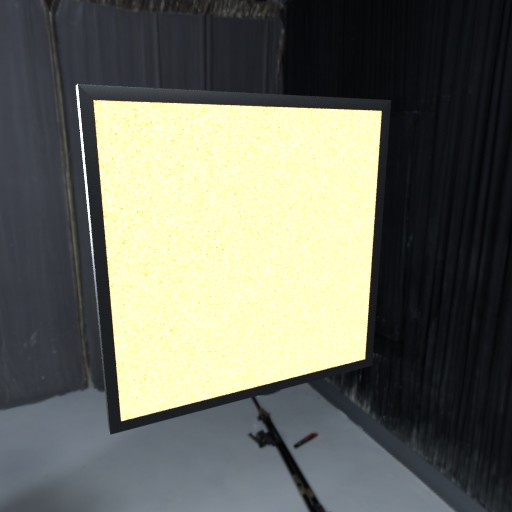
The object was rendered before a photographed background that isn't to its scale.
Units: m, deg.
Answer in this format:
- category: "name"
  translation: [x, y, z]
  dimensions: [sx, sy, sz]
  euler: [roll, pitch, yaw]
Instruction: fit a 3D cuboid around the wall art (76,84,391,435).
- category: "wall art"
  translation: [0.000, 0.000, 1.096]
  dimensions: [0.756, 0.755, 0.036]
  euler: [-7, 16, -25]
